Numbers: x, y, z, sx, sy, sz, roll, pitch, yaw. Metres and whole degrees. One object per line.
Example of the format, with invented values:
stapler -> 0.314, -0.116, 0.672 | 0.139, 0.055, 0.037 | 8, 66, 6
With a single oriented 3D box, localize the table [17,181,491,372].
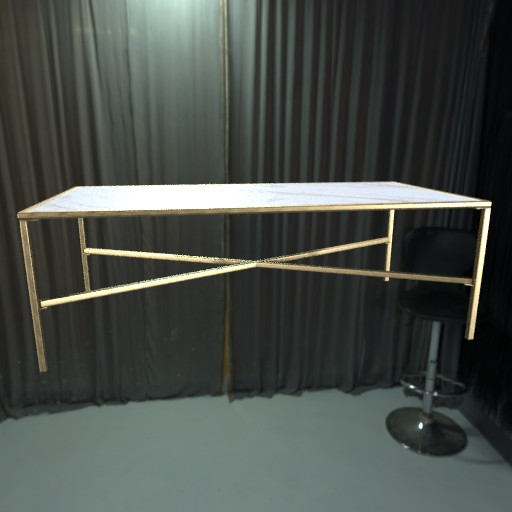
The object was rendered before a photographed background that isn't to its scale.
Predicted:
table -> 0.000, 0.000, 1.430 | 1.197, 0.405, 0.577 | -2, 15, -9
